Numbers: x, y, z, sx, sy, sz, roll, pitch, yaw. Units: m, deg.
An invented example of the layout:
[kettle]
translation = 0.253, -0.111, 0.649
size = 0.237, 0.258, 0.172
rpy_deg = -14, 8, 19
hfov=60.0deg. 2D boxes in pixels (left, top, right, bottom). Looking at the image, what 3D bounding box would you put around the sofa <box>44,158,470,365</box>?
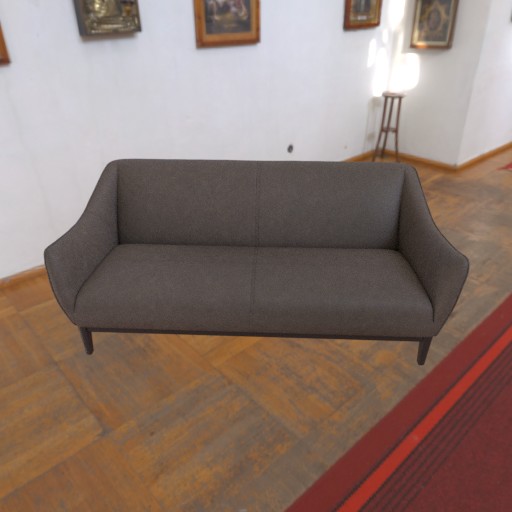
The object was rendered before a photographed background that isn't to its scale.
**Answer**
[sofa]
translation = 0.000, 0.000, 2.418
size = 1.928, 0.831, 0.869
rpy_deg = 1, 29, 2
